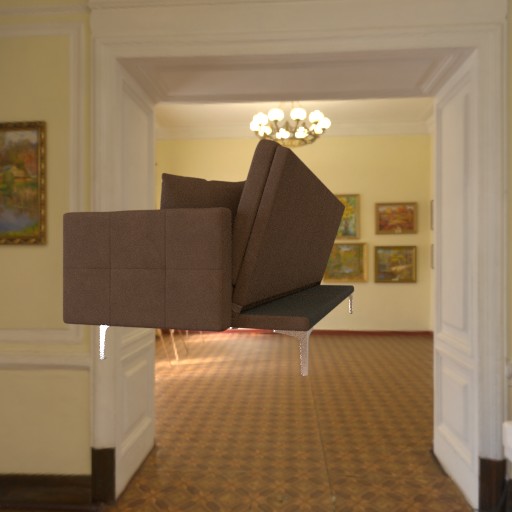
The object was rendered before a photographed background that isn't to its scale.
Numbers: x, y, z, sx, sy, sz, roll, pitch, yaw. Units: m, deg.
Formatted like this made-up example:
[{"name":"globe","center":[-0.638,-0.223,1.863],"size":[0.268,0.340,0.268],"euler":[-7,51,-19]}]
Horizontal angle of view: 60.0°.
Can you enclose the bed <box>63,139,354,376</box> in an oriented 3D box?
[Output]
[{"name":"bed","center":[0.000,0.000,2.374],"size":[0.889,0.787,1.905],"euler":[0,0,17]}]
